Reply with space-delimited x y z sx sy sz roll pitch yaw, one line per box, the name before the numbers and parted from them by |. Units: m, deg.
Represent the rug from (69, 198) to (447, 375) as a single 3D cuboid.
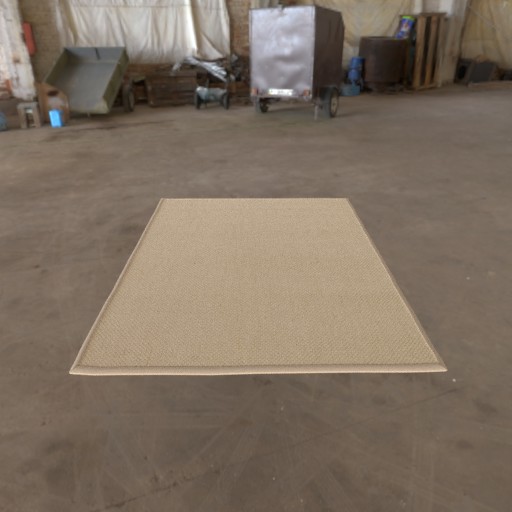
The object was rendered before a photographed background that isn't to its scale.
rug | 0.000 0.000 2.691 1.525 0.020 2.081 0 27 -1
